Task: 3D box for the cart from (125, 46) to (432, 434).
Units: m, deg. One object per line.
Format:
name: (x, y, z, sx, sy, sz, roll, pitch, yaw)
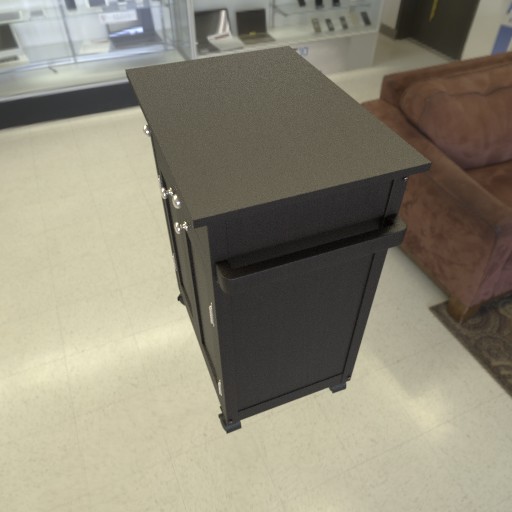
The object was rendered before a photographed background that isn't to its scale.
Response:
cart: (0.000, 0.000, 1.267, 0.456, 0.879, 0.660, -15, 47, -15)
